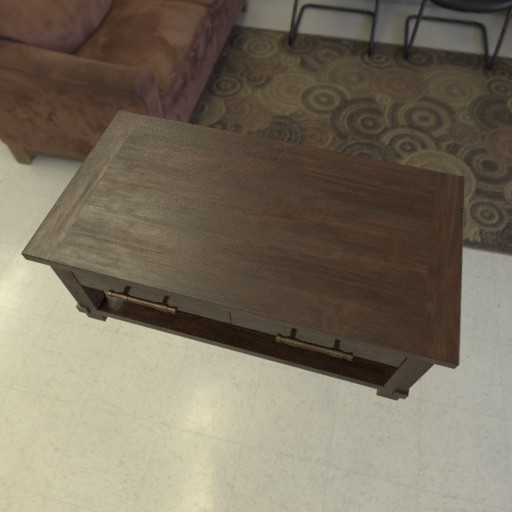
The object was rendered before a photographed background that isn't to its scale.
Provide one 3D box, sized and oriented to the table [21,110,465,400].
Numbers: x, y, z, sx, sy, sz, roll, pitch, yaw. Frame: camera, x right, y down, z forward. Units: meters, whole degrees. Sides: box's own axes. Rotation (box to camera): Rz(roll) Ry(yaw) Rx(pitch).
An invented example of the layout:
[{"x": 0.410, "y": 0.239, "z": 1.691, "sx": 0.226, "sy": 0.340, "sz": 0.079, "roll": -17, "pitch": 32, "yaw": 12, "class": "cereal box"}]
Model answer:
[{"x": 0.000, "y": 0.000, "z": 1.609, "sx": 1.270, "sy": 0.494, "sz": 0.700, "roll": 13, "pitch": 58, "yaw": 8, "class": "table"}]
